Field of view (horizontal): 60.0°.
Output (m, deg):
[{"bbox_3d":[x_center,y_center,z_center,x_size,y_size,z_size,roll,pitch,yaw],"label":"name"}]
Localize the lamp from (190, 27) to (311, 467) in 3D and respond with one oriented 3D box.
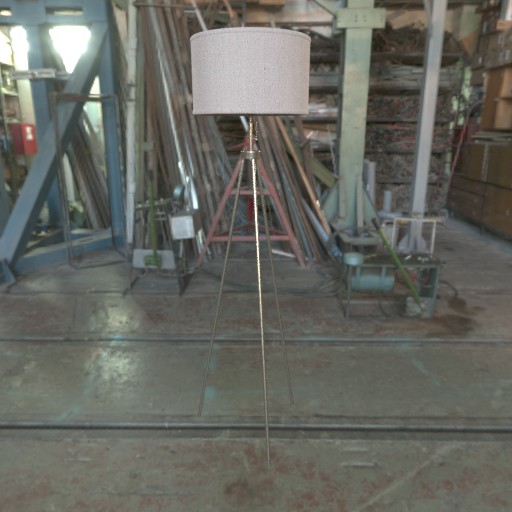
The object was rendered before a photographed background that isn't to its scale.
[{"bbox_3d":[0.000,0.000,1.743,0.460,1.545,0.449,-16,22,-42],"label":"lamp"}]
